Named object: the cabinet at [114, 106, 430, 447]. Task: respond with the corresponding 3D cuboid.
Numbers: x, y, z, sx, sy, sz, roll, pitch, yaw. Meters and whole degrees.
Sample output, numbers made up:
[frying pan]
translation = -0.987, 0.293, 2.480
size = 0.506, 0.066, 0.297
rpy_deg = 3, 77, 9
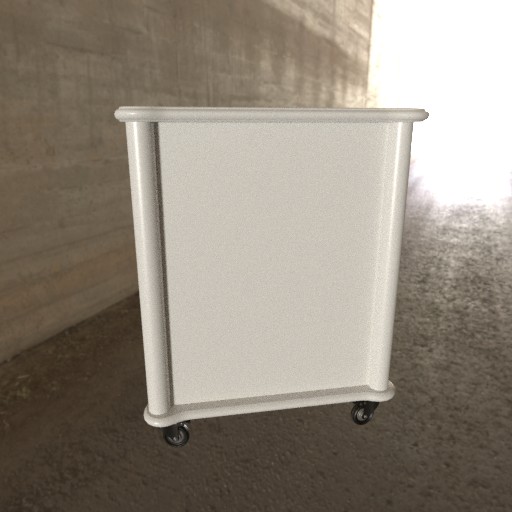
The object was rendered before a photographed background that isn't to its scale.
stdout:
[cabinet]
translation = 0.000, 0.000, 1.228
size = 0.627, 0.761, 0.628
rpy_deg = -3, 17, -10
